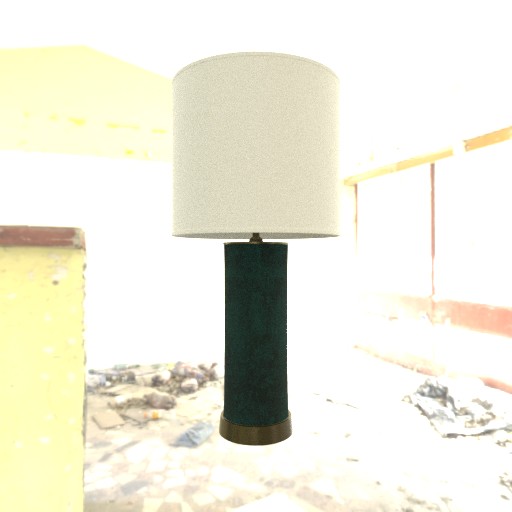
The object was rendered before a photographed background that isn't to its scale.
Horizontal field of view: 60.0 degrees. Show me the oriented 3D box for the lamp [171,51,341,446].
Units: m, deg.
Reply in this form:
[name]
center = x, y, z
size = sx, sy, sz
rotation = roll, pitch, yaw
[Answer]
[lamp]
center = 0.000, 0.000, 0.801
size = 0.301, 0.630, 0.301
rotation = 0, 0, 0
